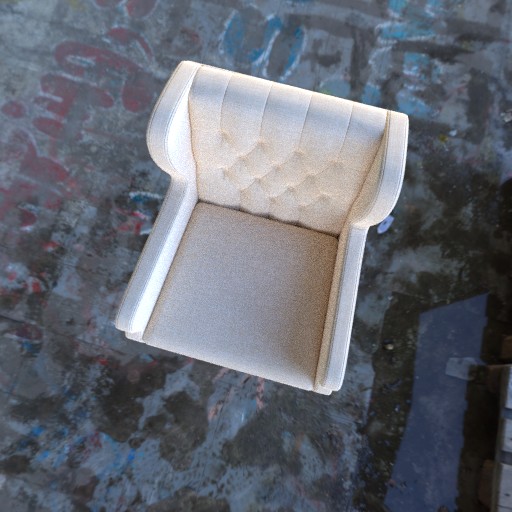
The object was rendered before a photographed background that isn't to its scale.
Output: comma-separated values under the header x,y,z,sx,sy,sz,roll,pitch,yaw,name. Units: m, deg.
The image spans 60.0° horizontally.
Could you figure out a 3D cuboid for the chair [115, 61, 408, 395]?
x,y,z,sx,sy,sz,roll,pitch,yaw,name
0.000,0.000,1.501,0.710,0.930,0.760,15,77,4,chair
